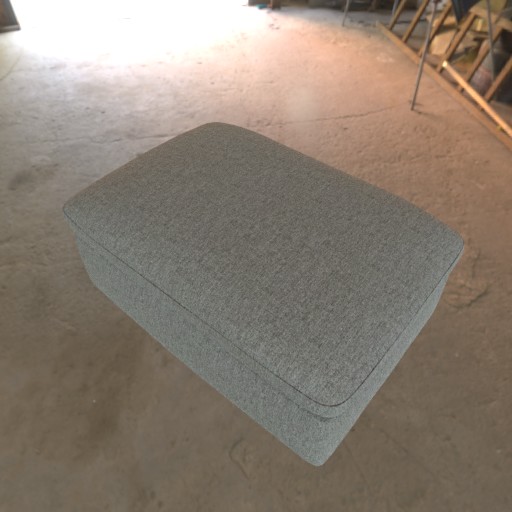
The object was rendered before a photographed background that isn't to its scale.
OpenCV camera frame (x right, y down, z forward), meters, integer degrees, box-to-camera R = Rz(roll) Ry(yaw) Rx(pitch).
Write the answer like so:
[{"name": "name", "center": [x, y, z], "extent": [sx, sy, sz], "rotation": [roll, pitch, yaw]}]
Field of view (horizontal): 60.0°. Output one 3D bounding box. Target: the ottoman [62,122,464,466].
[{"name": "ottoman", "center": [0.000, 0.000, 1.336], "extent": [0.977, 0.451, 0.694], "rotation": [32, 54, 27]}]
